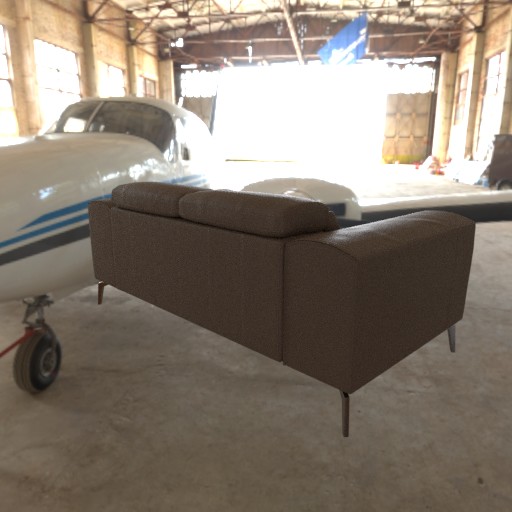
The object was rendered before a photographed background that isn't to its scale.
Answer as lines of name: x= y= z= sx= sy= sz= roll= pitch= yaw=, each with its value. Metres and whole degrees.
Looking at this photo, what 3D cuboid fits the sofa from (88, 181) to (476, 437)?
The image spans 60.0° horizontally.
sofa: x=0.000 y=0.000 z=2.376 sx=1.003 sy=0.779 sz=1.895 roll=-13 pitch=19 yaw=-43
